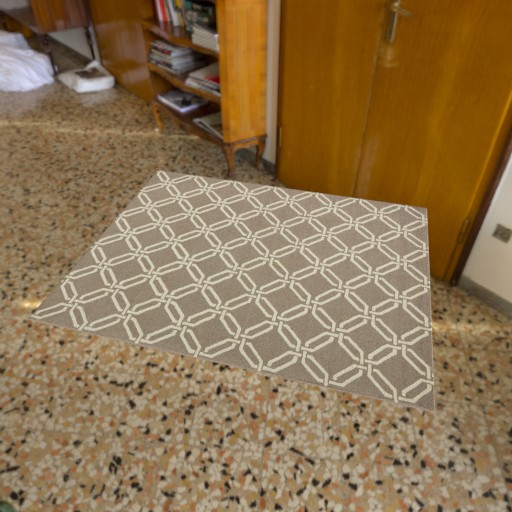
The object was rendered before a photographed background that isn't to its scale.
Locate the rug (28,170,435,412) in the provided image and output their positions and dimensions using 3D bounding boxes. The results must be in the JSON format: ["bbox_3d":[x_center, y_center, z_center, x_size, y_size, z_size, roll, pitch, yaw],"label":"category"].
[{"bbox_3d":[0.000,0.000,3.845,2.895,0.018,2.288,10,41,11],"label":"rug"}]
